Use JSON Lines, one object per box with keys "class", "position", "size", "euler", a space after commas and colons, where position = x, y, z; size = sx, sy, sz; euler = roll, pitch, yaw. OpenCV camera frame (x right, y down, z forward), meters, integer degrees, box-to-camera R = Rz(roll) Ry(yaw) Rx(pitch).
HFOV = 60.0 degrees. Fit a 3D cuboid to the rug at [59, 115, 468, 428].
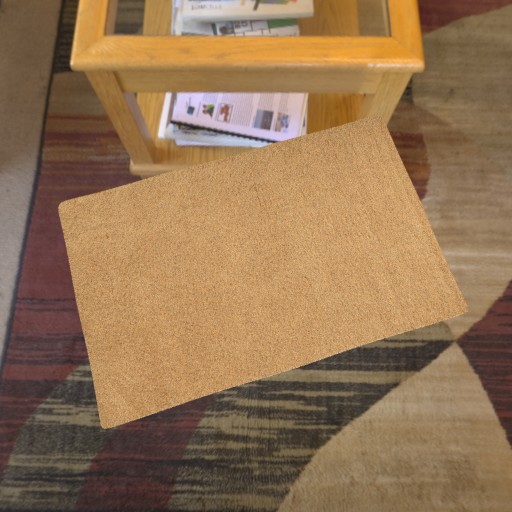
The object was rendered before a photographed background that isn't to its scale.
{"class": "rug", "position": [0.000, 0.000, 2.897], "size": [2.349, 0.025, 1.500], "euler": [-17, 74, -5]}
